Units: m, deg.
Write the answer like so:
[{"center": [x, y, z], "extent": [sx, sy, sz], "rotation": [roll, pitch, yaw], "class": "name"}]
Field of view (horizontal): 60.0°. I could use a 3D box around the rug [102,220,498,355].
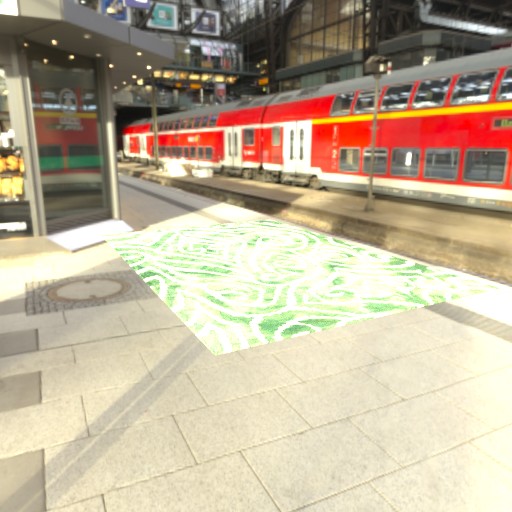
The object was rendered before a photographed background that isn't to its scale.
[{"center": [0.000, 0.000, 2.266], "extent": [1.220, 0.006, 1.826], "rotation": [-7, 16, -27], "class": "rug"}]
